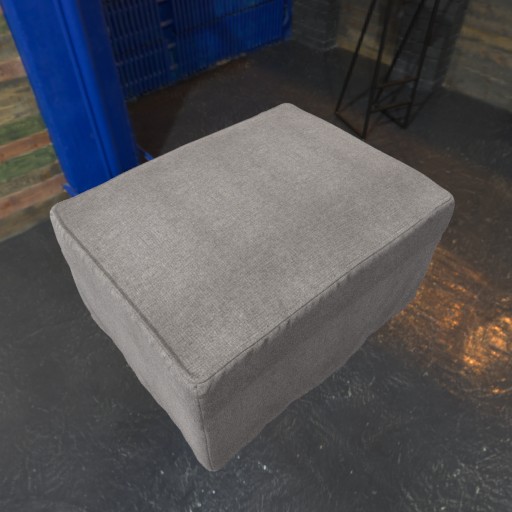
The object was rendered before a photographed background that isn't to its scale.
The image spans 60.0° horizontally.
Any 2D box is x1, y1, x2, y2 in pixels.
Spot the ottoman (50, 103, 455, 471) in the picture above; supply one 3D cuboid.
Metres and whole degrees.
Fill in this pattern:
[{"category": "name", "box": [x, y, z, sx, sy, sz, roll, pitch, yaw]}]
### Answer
[{"category": "ottoman", "box": [0.000, 0.000, 1.235, 0.833, 0.492, 0.652, -32, 54, -27]}]
